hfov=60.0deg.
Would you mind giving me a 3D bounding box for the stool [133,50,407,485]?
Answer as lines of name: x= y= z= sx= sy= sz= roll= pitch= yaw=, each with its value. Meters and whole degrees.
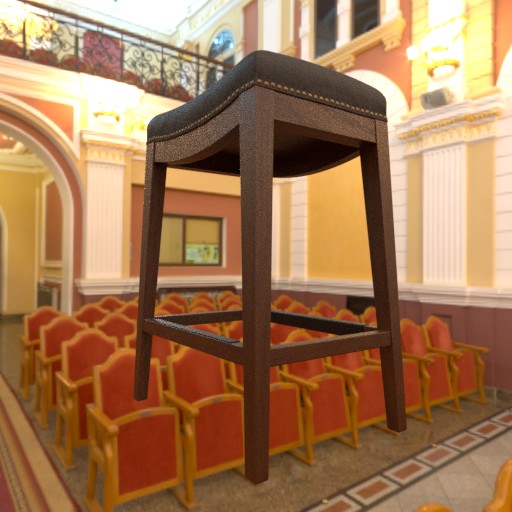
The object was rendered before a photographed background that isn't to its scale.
stool: x=0.000 y=0.000 z=0.939 sx=0.353 sy=0.664 sz=0.490 roll=0 pitch=-1 yaw=-36
